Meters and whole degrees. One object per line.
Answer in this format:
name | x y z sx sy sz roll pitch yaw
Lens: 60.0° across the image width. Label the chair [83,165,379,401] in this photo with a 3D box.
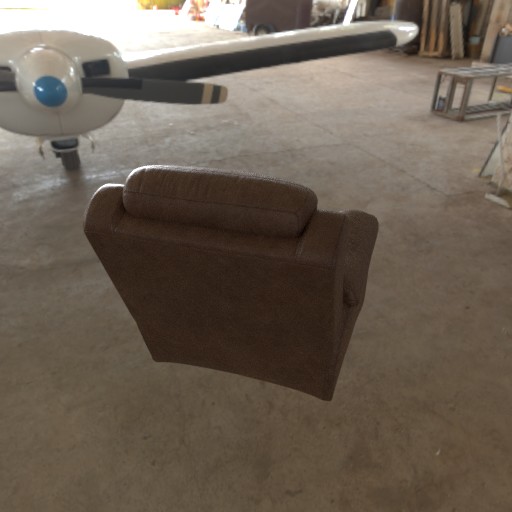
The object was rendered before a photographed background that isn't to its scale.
chair | 0.000 0.000 1.829 0.940 0.990 1.067 9 32 14
